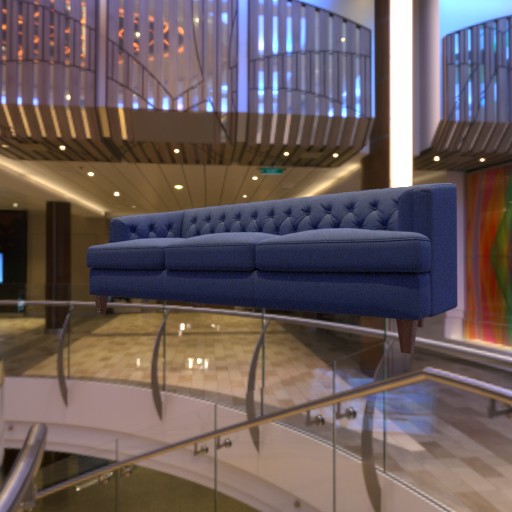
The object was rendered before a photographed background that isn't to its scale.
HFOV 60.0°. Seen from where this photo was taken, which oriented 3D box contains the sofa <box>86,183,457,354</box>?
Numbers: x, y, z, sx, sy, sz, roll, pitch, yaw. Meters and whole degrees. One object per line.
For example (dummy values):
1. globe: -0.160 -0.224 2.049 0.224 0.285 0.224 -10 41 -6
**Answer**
1. sofa: 0.000 0.000 2.682 2.235 0.787 0.914 -1 -1 38
